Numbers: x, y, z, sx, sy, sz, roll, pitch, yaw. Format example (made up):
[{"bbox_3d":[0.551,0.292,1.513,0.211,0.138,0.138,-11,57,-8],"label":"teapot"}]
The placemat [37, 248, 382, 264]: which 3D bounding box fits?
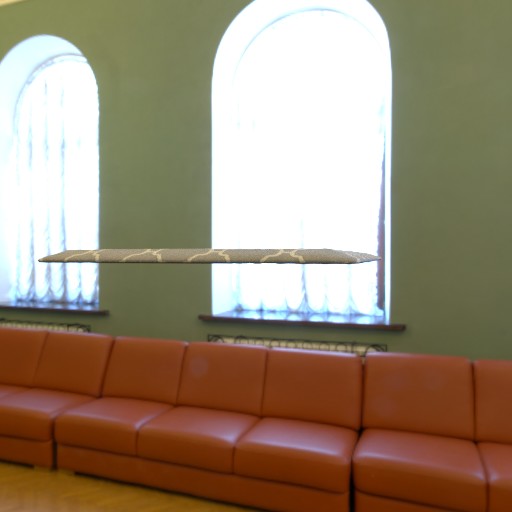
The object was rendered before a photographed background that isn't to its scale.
[{"bbox_3d":[0.000,0.000,0.976,0.508,0.021,0.762,0,0,18],"label":"placemat"}]
